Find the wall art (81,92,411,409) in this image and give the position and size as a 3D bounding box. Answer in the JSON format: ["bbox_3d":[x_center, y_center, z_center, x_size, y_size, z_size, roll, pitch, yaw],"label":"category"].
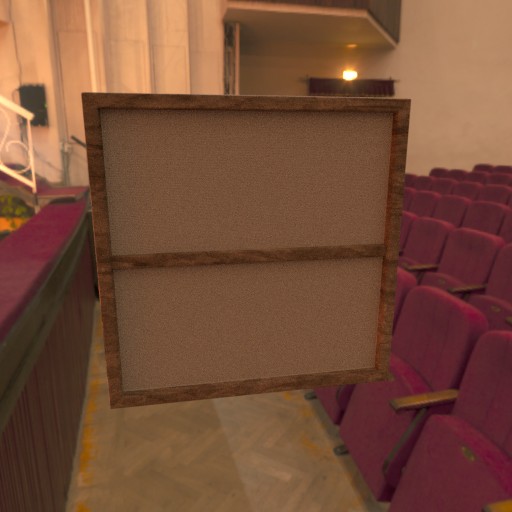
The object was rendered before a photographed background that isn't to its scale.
[{"bbox_3d":[0.000,0.000,1.095,0.747,0.747,0.035,-3,15,-10],"label":"wall art"}]
